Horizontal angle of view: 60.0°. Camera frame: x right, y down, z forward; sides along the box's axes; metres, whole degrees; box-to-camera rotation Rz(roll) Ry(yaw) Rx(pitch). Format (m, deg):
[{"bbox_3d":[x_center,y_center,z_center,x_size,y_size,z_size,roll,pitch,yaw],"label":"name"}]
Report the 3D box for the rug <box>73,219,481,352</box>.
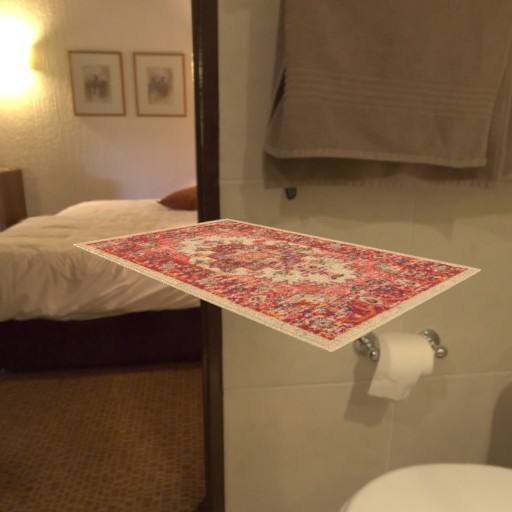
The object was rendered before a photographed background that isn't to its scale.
[{"bbox_3d":[0.000,0.000,1.096,0.556,0.004,0.868,-14,21,-42],"label":"rug"}]
